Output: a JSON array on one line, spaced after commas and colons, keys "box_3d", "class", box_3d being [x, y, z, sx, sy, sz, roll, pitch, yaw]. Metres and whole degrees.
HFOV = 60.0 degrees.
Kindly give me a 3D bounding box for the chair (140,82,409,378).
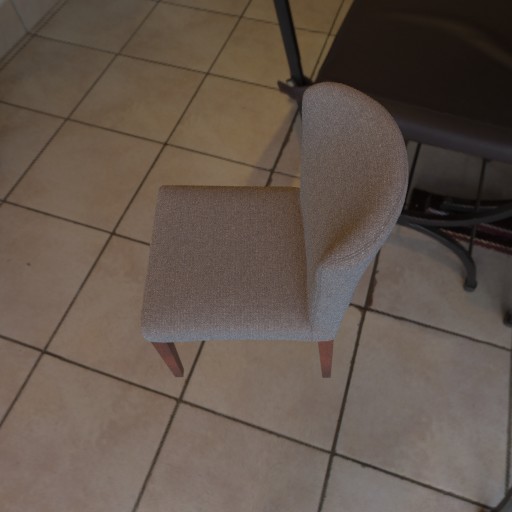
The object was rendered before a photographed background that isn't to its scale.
[{"box_3d": [0.000, 0.000, 1.215, 0.589, 0.839, 0.491, 0, 59, 0], "class": "chair"}]
